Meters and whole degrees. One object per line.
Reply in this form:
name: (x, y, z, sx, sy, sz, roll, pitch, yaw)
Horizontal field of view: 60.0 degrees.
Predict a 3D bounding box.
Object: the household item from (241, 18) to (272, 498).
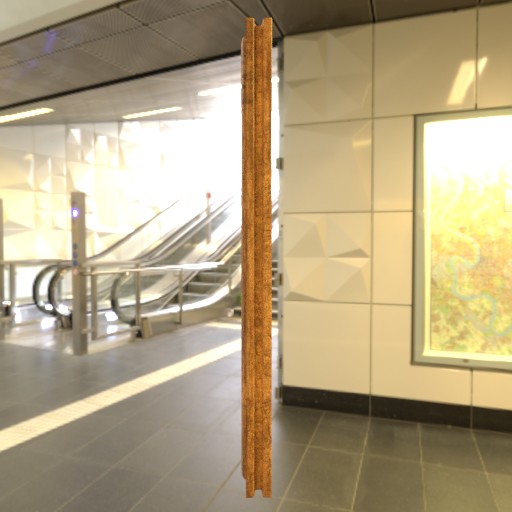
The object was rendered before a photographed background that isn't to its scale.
household item: (0.000, 0.000, 0.311, 0.018, 0.237, 0.186, 0, 2, -1)
